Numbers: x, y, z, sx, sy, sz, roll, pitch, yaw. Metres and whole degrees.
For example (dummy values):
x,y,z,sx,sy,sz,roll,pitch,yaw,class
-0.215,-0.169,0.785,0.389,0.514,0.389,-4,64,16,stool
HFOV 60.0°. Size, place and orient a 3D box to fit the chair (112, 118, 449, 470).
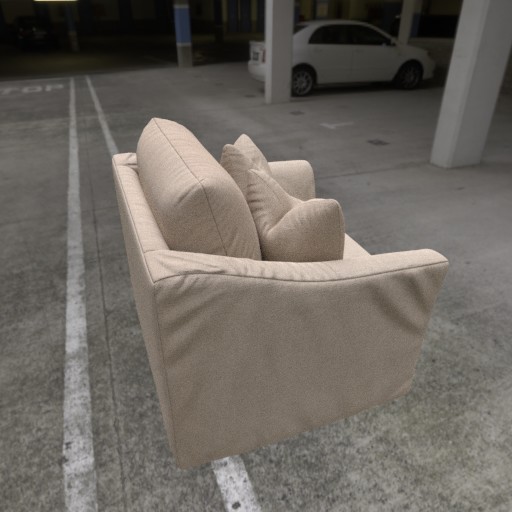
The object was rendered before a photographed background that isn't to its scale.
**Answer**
x,y,z,sx,sy,sz,roll,pitch,yaw,class
0.000,0.000,1.994,1.071,1.093,1.194,-11,33,-18,chair
